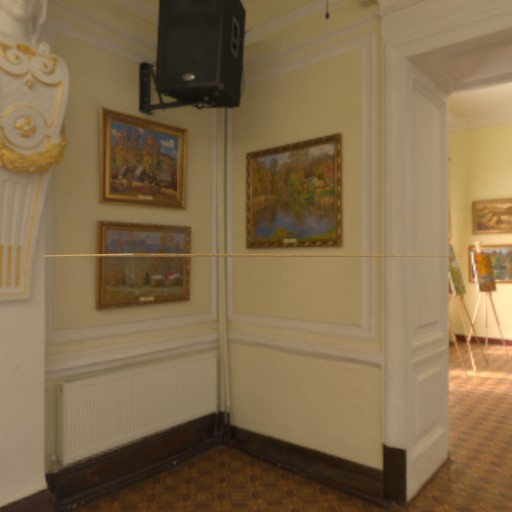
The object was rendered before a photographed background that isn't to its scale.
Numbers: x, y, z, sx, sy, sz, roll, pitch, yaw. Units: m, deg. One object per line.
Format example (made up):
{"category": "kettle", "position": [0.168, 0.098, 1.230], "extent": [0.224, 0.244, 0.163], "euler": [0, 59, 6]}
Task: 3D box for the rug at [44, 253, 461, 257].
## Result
{"category": "rug", "position": [0.000, 0.000, 3.723], "extent": [2.895, 0.006, 1.981], "euler": [0, 0, -36]}
